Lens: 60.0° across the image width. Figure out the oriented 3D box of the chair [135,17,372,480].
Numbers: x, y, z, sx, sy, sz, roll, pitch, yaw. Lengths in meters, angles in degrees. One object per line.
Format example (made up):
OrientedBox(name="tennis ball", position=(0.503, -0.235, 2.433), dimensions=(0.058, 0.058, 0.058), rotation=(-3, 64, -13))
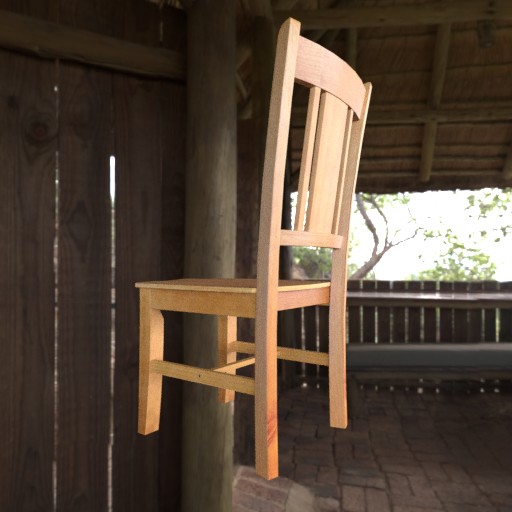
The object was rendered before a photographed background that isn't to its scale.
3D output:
OrientedBox(name="chair", position=(0.000, 0.000, 1.257), dimensions=(0.556, 0.998, 0.450), rotation=(-1, -1, 36))
